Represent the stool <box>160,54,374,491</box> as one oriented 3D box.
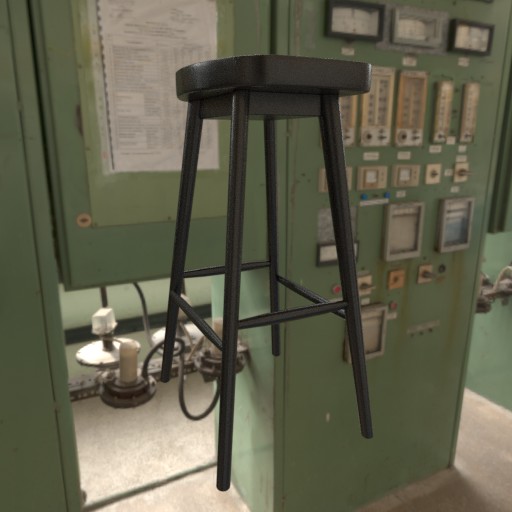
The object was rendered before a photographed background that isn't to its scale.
[{"bbox_3d":[0.000,0.000,0.972,0.361,0.749,0.440,-7,16,-25],"label":"stool"}]
